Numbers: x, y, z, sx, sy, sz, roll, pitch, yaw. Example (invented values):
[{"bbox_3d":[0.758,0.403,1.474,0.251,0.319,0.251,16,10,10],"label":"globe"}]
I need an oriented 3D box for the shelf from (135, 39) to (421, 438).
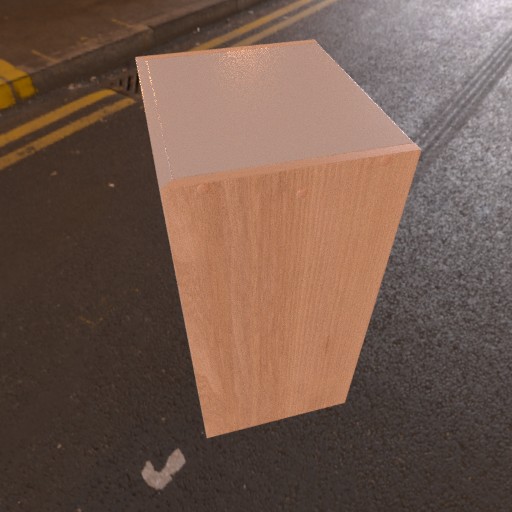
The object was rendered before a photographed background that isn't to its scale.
[{"bbox_3d":[0.000,0.000,0.798,0.290,0.600,0.350,-11,46,-10],"label":"shelf"}]
